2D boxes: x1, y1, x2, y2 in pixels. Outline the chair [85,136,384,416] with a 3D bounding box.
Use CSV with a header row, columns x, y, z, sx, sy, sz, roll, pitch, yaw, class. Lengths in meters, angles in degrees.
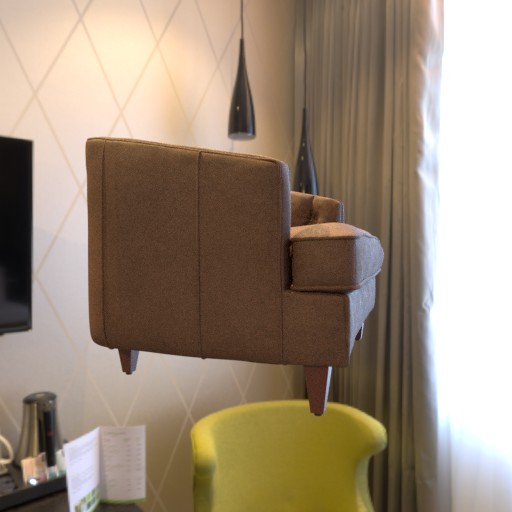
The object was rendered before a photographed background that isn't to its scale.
x,y,z,sx,sy,sz,roll,pitch,yaw,class
0.000,0.000,1.683,0.914,0.787,1.118,0,1,19,chair
